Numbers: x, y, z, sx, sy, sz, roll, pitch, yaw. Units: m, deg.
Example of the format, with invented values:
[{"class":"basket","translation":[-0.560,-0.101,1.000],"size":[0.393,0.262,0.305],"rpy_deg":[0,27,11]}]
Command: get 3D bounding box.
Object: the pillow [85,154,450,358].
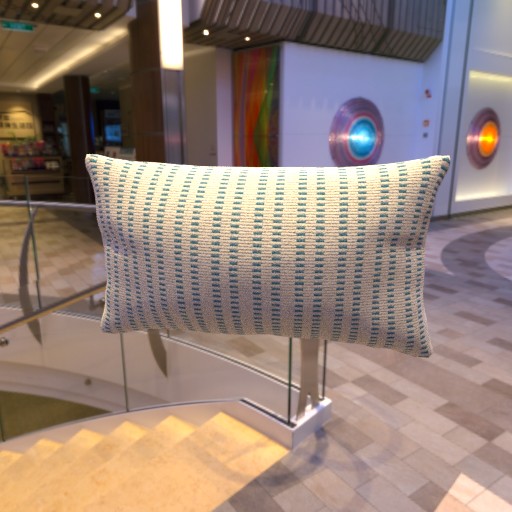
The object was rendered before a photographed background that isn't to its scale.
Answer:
[{"class":"pillow","translation":[0.000,0.000,0.793],"size":[0.640,0.353,0.210],"rpy_deg":[2,15,9]}]
